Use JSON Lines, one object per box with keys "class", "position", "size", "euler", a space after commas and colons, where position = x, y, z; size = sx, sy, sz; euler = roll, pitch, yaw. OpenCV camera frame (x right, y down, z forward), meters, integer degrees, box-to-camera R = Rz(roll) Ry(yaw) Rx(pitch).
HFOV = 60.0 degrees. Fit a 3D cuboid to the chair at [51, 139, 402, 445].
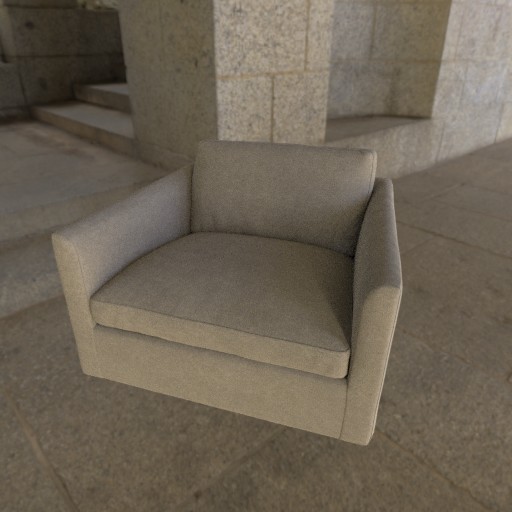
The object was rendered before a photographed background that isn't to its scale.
{"class": "chair", "position": [0.000, 0.000, 1.934], "size": [1.190, 0.845, 1.091], "euler": [9, 28, 16]}
